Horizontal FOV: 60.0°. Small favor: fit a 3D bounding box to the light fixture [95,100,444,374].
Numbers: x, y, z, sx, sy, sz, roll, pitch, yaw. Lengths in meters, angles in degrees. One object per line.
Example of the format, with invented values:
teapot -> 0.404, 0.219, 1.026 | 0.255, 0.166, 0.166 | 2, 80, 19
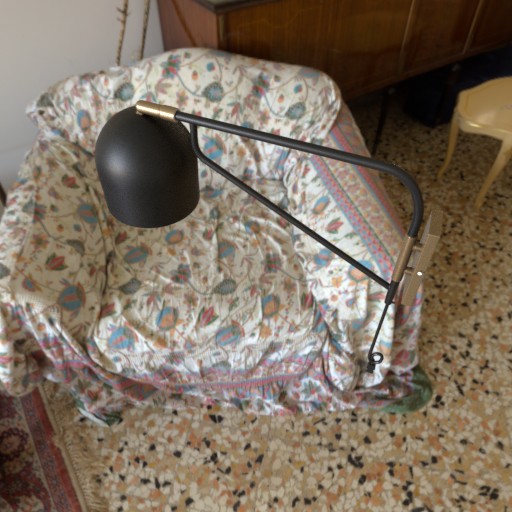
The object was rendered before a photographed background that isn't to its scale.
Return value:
light fixture -> 0.000, 0.000, 1.050 | 0.720, 0.696, 0.215 | 15, 49, 14
